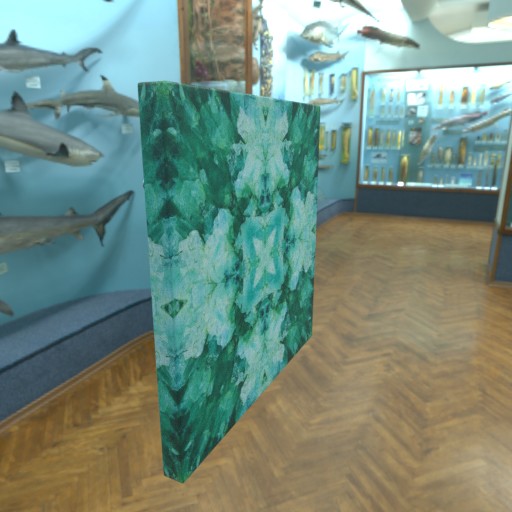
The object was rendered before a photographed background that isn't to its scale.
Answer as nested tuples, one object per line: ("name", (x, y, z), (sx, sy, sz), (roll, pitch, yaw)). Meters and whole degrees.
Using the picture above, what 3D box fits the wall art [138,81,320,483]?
("wall art", (0.000, 0.000, 0.751), (0.038, 0.508, 0.507), (8, 17, 26))
